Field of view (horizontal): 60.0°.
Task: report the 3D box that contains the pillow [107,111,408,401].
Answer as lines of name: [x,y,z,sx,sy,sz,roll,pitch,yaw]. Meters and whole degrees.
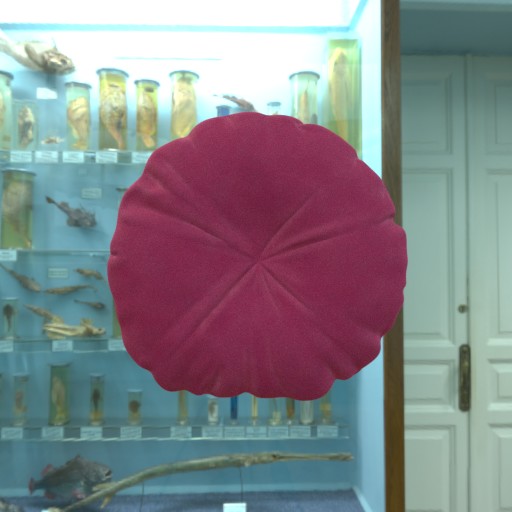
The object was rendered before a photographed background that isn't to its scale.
pillow: [0.000,0.000,0.642,0.428,0.407,0.148,0,-2,0]
